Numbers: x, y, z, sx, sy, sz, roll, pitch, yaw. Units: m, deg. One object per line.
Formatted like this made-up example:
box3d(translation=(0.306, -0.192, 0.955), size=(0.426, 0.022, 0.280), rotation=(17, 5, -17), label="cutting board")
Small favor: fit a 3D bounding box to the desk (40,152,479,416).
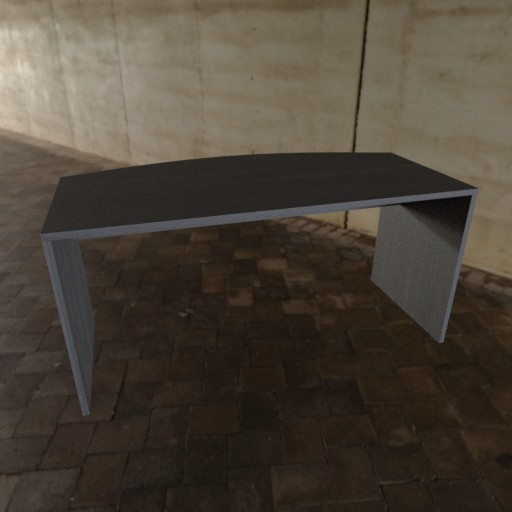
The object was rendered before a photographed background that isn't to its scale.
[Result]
box3d(translation=(0.000, 0.000, 2.055), size=(1.600, 0.750, 0.802), rotation=(-7, 27, -15), label="desk")
